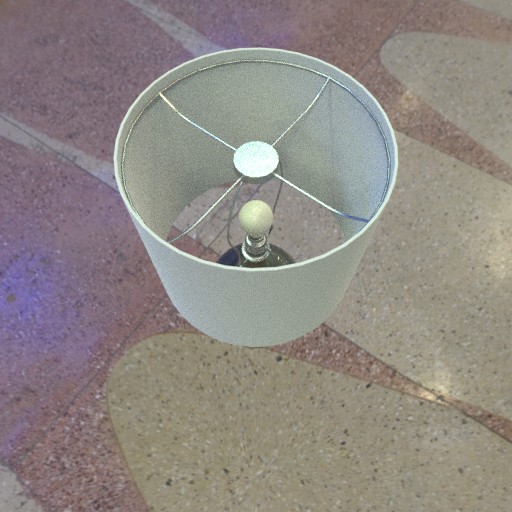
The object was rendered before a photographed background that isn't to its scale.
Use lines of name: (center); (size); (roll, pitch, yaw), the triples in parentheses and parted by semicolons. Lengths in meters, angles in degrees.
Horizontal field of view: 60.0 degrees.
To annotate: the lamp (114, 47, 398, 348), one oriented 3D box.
lamp: (0.000, 0.000, 0.487); (0.207, 0.366, 0.207); (35, 68, 16)
